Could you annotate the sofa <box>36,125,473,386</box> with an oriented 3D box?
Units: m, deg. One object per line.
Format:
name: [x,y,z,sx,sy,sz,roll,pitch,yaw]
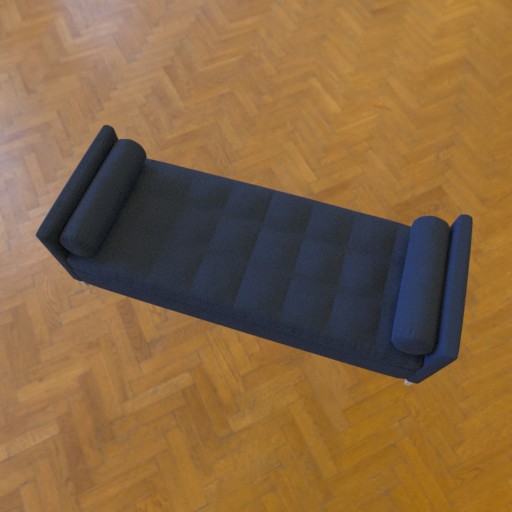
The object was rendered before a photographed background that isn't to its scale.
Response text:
sofa: [0.000,0.000,2.508,2.102,0.657,0.797,16,64,8]
